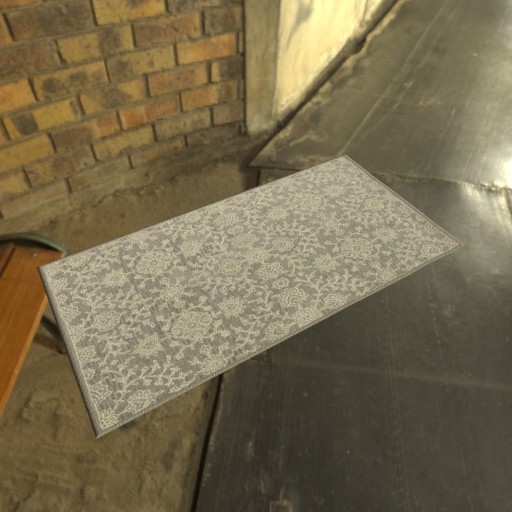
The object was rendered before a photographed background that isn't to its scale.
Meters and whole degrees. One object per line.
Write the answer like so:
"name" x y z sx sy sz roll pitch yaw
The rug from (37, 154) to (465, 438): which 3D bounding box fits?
"rug" 0.000 0.000 3.529 3.048 0.011 1.546 -23 50 -21
